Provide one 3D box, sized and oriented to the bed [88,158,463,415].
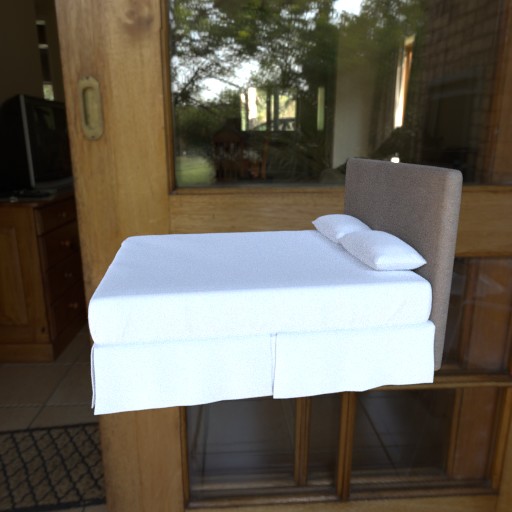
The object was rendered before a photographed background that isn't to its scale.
[{"bbox_3d":[0.000,0.000,3.233,2.142,1.330,1.723,-2,15,-8],"label":"bed"}]
